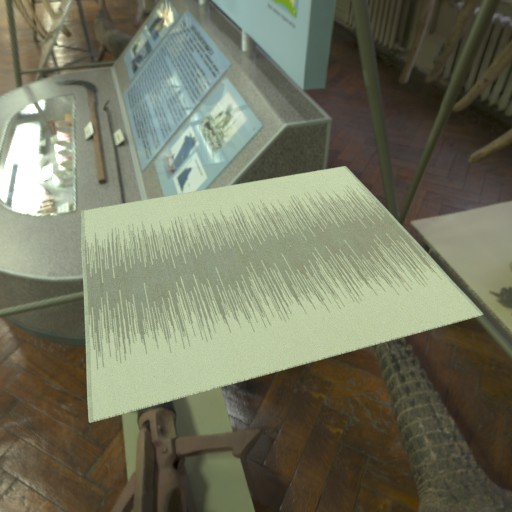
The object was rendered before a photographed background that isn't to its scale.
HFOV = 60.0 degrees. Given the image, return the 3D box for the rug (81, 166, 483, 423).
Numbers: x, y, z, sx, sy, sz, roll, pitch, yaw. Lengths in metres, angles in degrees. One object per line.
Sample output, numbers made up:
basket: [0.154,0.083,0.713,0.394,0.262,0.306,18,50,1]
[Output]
rug: [0.000,0.000,4.054,3.037,0.010,2.453,-12,43,-13]
